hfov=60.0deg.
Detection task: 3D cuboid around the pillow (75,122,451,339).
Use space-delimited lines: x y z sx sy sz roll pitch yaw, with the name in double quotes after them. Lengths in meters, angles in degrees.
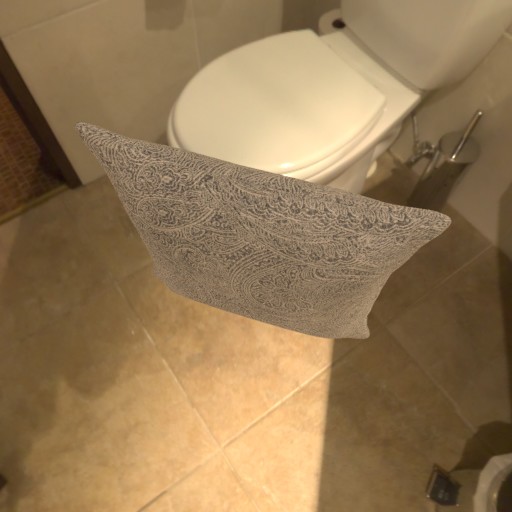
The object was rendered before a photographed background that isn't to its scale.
0.000 0.000 0.804 0.523 0.510 0.166 16 64 8 "pillow"
